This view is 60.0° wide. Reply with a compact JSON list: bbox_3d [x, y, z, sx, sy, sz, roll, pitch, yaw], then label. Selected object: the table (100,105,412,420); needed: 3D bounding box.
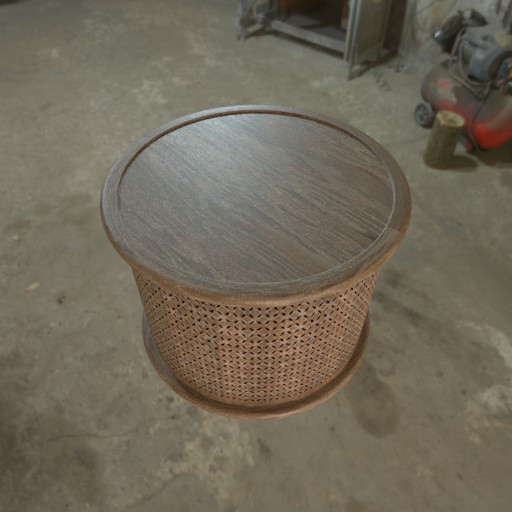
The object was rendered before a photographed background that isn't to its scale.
[{"bbox_3d":[0.000,0.000,1.043,0.607,0.450,0.607,0,47,0],"label":"table"}]
